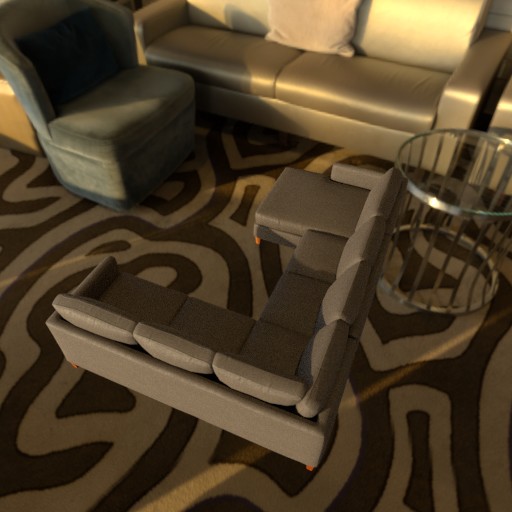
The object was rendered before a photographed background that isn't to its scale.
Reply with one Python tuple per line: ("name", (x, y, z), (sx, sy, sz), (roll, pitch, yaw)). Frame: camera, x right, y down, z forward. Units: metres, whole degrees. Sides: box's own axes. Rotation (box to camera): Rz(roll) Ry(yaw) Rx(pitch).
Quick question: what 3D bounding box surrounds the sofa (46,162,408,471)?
("sofa", (0.000, 0.000, 4.796), (2.594, 0.961, 3.460), (17, 48, 16))
